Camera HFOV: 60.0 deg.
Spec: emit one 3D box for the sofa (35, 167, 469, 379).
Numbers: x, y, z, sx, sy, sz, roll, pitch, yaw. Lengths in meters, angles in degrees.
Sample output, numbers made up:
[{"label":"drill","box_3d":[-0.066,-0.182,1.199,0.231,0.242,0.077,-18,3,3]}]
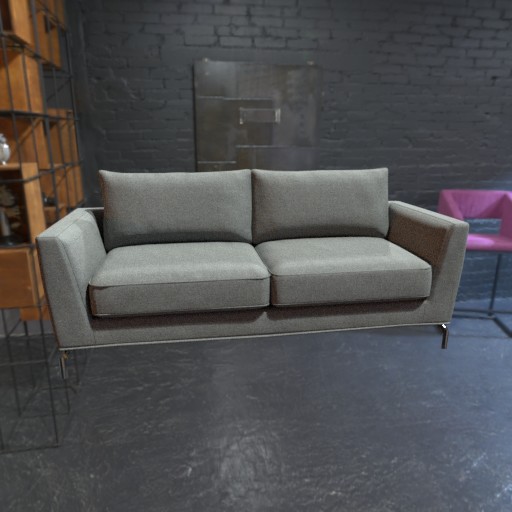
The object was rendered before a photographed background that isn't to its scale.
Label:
[{"label":"sofa","box_3d":[0.000,0.000,2.663,2.212,1.002,0.869,-2,16,-8]}]
